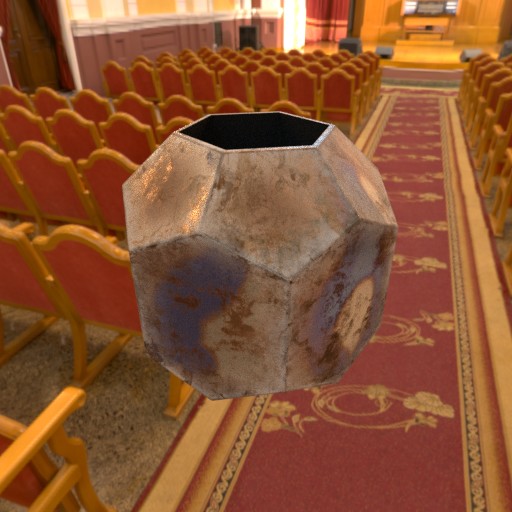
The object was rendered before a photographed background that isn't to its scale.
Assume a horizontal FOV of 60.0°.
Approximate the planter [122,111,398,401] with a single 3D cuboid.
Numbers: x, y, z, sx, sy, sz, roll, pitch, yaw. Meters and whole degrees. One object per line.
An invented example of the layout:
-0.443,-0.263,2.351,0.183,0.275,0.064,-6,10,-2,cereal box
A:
0.000,0.000,0.417,0.243,0.238,0.221,10,32,17,planter
